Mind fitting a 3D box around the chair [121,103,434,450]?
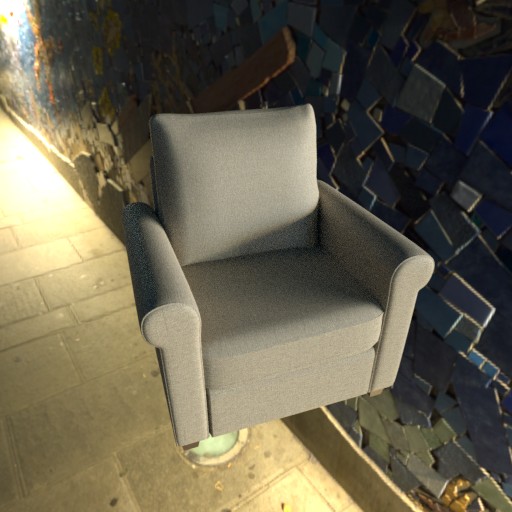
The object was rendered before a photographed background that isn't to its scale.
[{"bbox_3d":[0.000,0.000,2.306,1.275,1.349,1.180,-10,32,-16],"label":"chair"}]
